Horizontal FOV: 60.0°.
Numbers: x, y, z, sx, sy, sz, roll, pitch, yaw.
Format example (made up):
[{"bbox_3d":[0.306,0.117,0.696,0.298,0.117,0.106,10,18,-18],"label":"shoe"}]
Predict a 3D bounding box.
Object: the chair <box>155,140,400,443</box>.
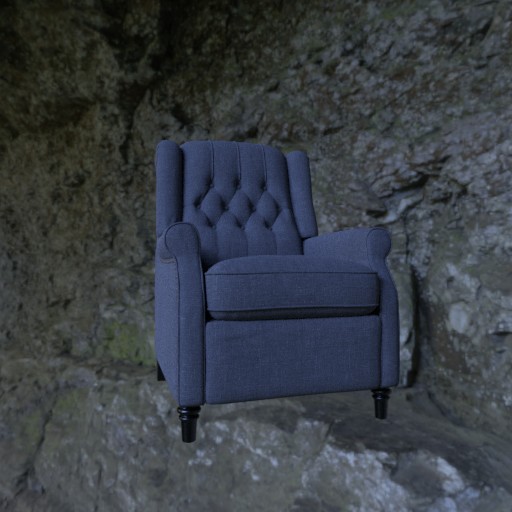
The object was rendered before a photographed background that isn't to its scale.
[{"bbox_3d":[0.000,0.000,1.654,0.742,1.035,0.898,0,-1,-18],"label":"chair"}]
